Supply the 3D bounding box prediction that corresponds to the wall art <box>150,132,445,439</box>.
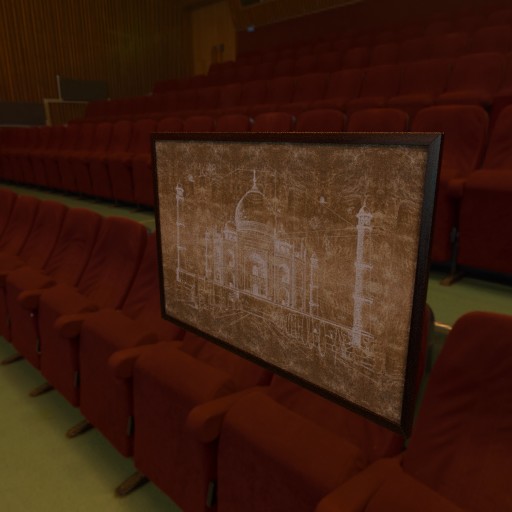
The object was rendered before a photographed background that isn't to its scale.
[{"bbox_3d":[0.000,0.000,1.041,0.816,0.559,0.014,15,21,42],"label":"wall art"}]
